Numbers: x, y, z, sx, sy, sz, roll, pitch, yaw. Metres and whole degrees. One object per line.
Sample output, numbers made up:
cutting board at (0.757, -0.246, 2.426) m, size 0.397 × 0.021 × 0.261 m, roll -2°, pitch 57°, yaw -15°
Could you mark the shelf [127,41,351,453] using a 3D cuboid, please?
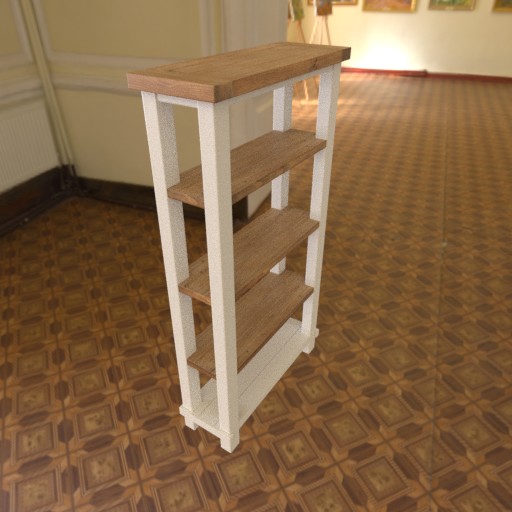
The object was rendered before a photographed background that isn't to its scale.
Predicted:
shelf at (0.000, 0.000, 2.278) m, size 0.381 × 1.878 × 1.022 m, roll 20°, pitch 37°, yaw 28°
